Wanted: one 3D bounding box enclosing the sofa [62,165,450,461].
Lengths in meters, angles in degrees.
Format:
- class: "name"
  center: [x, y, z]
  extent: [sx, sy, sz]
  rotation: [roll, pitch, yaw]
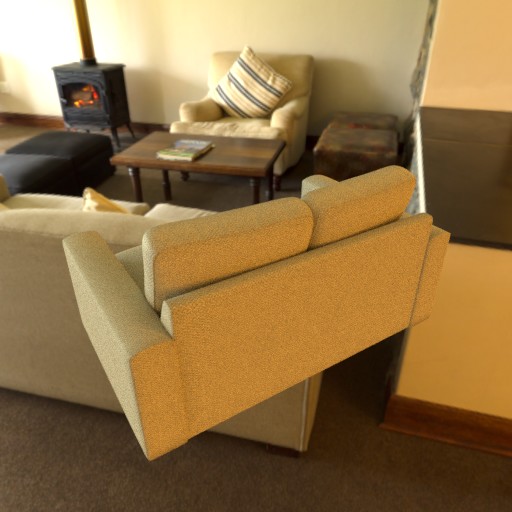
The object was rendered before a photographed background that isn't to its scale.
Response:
- class: "sofa"
  center: [0.000, 0.000, 2.208]
  extent: [1.616, 0.873, 1.016]
  rotation: [-18, 35, -28]
